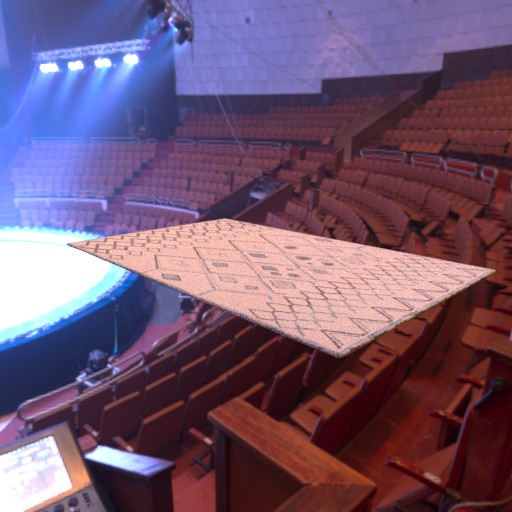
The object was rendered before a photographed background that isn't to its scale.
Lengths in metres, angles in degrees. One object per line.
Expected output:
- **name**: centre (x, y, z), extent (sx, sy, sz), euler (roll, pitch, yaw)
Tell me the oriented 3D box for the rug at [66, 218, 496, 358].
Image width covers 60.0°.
- **rug**: centre (0.000, 0.000, 2.907), extent (1.524, 0.015, 2.439), euler (-14, 20, -42)
